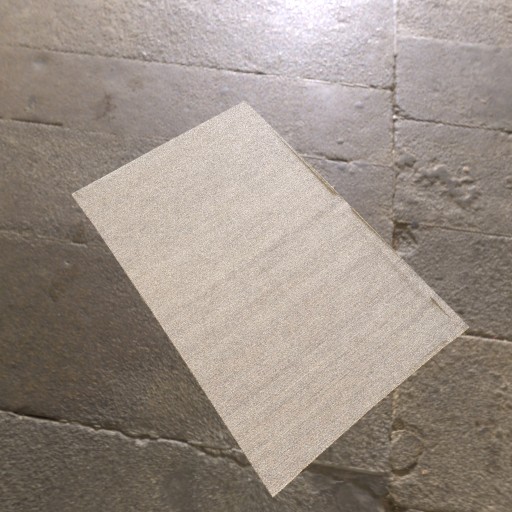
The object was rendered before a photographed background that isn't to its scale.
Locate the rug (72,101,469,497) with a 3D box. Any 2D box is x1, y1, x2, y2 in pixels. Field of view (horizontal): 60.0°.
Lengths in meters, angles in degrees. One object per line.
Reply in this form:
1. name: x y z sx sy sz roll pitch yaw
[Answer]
1. rug: 0.000 0.000 2.259 1.179 0.022 1.820 -33 68 -15
